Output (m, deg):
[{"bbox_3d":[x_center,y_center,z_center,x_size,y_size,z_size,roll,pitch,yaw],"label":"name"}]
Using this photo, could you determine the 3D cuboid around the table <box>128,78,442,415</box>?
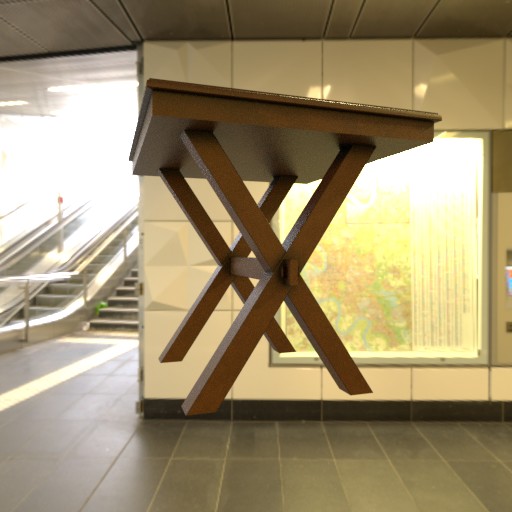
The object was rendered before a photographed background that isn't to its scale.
[{"bbox_3d":[0.000,0.000,1.061,0.560,0.562,0.602,0,1,-19],"label":"table"}]
